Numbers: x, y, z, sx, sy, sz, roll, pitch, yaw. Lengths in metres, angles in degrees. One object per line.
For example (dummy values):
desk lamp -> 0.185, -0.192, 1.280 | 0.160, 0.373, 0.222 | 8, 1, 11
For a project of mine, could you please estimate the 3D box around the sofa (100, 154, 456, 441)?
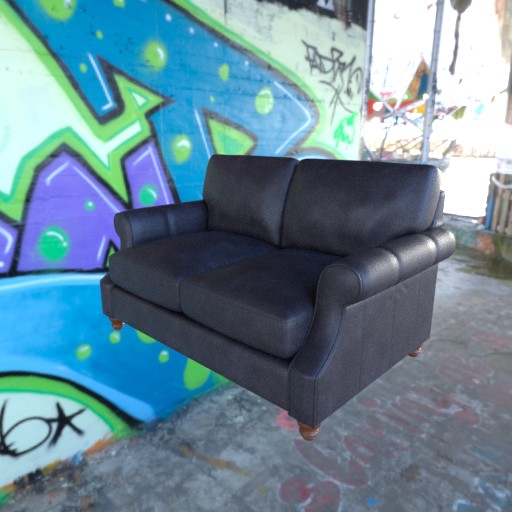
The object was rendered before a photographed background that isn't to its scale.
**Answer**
sofa -> 0.000, 0.000, 2.324 | 1.663, 0.979, 1.030 | 14, 21, 42
